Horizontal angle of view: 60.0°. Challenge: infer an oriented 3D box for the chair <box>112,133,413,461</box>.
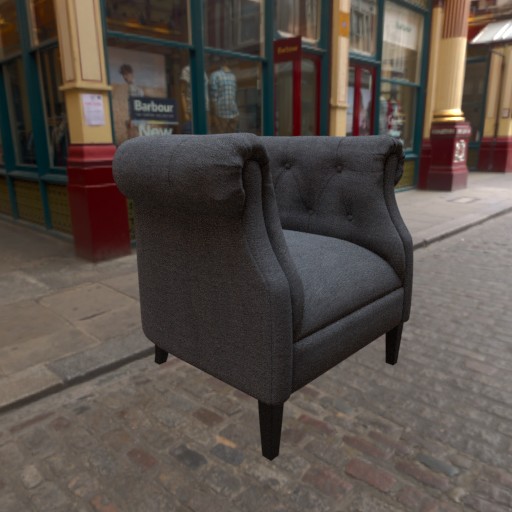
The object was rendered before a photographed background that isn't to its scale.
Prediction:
[{"bbox_3d":[0.000,0.000,1.558,0.852,0.827,0.905,13,20,41],"label":"chair"}]
